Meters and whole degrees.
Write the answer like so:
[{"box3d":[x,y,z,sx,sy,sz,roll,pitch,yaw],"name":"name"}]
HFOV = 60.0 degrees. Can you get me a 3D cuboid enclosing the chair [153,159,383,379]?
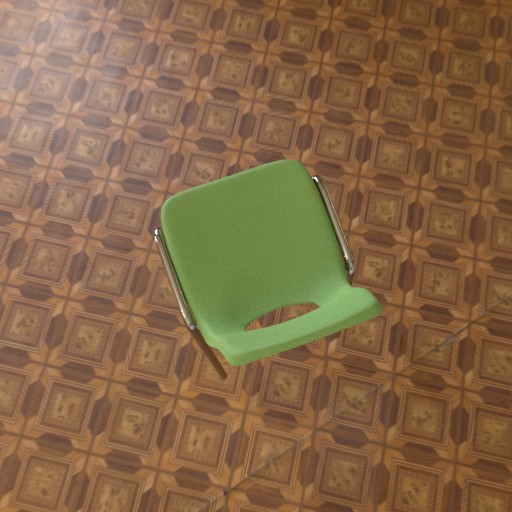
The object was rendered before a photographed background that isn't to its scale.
[{"box3d":[0.000,0.000,0.952,0.381,0.704,0.436,-19,76,-5],"name":"chair"}]
